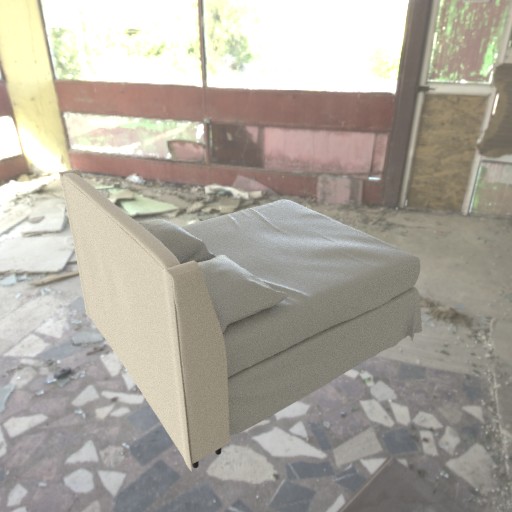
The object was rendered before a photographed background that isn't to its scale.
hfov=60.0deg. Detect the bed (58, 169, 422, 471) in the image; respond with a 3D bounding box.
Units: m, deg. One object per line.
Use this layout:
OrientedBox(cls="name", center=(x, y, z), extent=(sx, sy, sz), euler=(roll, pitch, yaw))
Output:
OrientedBox(cls="bed", center=(0.000, 0.000, 3.470), extent=(2.276, 1.332, 1.925), euler=(-18, 33, -31))
